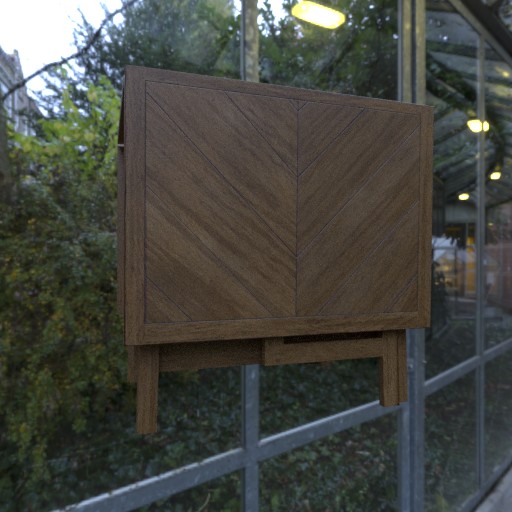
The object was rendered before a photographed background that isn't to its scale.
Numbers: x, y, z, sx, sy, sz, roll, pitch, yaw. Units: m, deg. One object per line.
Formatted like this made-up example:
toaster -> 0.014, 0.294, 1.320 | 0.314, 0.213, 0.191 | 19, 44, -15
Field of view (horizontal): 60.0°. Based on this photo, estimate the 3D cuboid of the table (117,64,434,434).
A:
table -> 0.000, 0.000, 1.269 | 0.746, 0.763, 0.591 | 0, 0, -19
